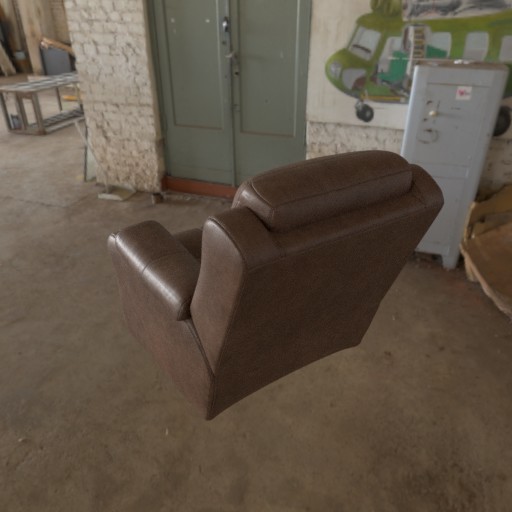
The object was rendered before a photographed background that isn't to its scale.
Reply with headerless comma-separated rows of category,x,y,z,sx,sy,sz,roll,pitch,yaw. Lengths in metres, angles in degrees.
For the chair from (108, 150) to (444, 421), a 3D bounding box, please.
chair,0.000,0.000,1.782,0.940,0.990,1.067,-18,34,-28
